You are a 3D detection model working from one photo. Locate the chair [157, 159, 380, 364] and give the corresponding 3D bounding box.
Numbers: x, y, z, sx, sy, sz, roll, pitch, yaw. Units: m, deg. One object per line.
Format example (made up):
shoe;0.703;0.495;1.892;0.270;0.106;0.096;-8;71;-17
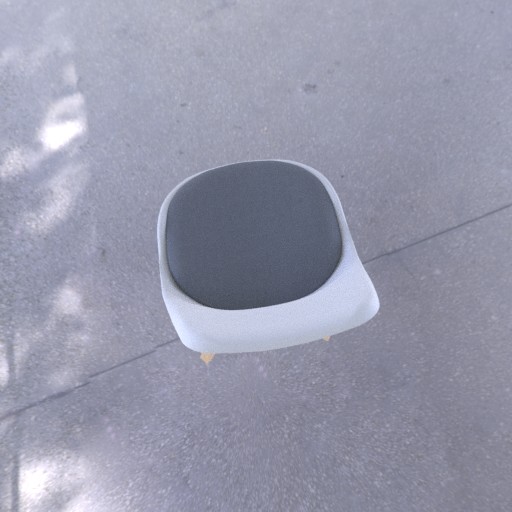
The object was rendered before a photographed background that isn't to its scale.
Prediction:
chair;0.000;0.000;1.157;0.485;0.850;0.550;-10;73;-3
